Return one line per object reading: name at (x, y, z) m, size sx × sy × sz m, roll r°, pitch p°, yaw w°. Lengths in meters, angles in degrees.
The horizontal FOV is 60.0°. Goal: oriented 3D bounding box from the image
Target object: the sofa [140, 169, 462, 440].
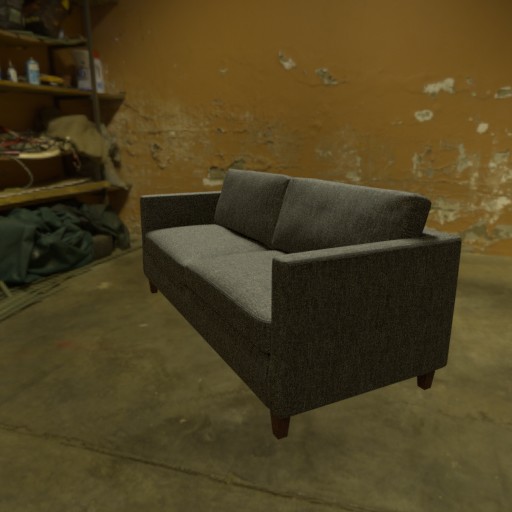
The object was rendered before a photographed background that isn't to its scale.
sofa at (0.000, 0.000, 2.739) m, size 0.948 × 0.960 × 2.208 m, roll -7°, pitch 16°, yaw -26°
